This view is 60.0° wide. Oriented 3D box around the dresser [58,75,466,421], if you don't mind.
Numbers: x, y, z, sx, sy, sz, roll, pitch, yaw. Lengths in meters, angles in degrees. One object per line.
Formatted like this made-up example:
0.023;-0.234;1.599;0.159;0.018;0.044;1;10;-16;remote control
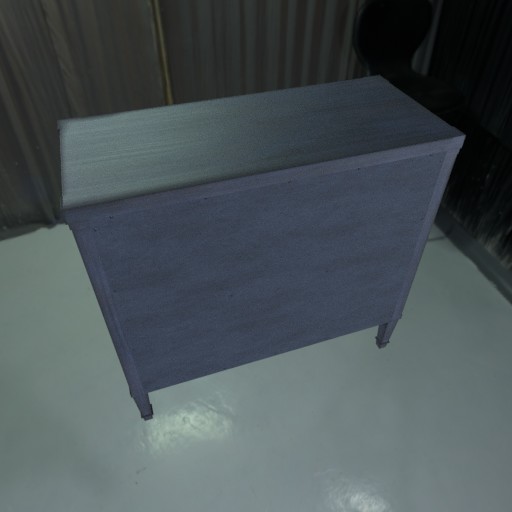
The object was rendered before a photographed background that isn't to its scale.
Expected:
0.000;0.000;1.575;1.049;0.986;0.463;-13;44;-14;dresser
